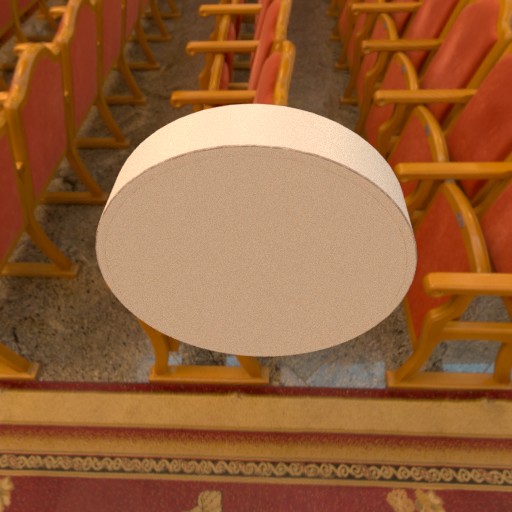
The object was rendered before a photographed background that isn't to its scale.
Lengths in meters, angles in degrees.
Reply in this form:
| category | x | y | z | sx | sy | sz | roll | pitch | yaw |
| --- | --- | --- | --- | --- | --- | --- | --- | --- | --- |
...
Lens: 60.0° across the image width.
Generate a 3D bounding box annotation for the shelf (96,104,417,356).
| category | x | y | z | sx | sy | sz | roll | pitch | yaw |
| --- | --- | --- | --- | --- | --- | --- | --- | --- | --- |
| shelf | 0.000 | 0.000 | 1.201 | 0.806 | 0.807 | 0.158 | 2 | 48 | 2 |
